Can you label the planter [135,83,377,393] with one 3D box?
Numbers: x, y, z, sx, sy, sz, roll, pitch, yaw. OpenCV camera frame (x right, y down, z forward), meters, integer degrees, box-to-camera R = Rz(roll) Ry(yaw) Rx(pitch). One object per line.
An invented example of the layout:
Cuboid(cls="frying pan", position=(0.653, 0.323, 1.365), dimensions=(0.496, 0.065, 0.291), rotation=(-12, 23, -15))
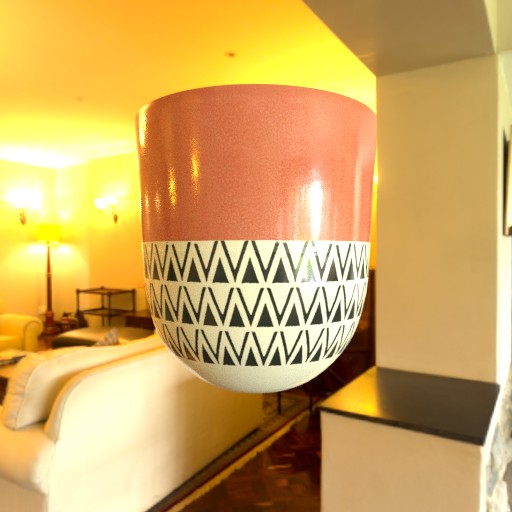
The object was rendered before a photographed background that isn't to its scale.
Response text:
Cuboid(cls="planter", position=(0.000, 0.000, 0.370), dimensions=(0.195, 0.214, 0.195), rotation=(0, 1, 0))
